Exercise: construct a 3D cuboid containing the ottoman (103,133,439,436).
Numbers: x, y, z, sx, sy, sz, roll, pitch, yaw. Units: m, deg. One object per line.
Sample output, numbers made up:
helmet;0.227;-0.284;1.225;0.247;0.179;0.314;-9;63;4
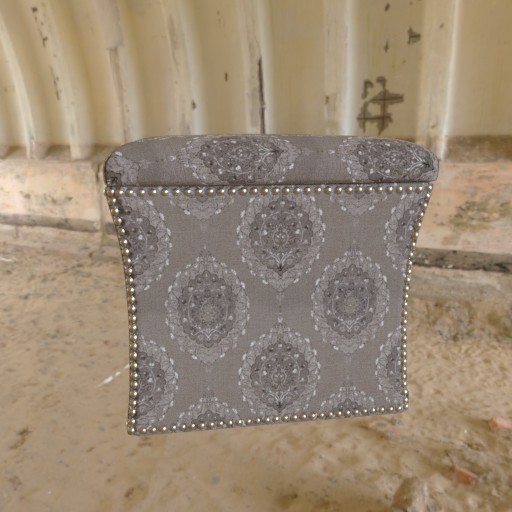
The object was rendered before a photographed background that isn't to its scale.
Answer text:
ottoman;0.000;0.000;0.898;0.507;0.473;0.497;-2;14;-8
